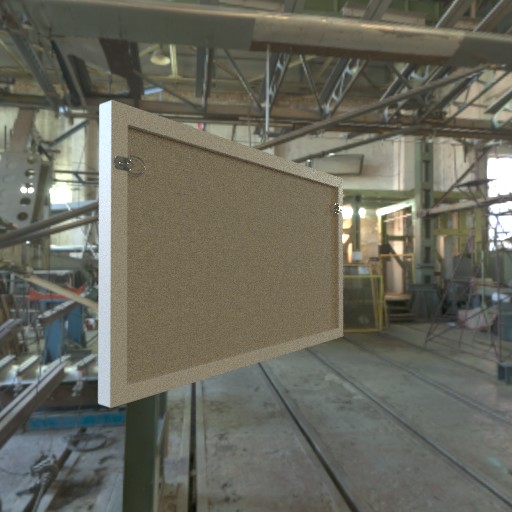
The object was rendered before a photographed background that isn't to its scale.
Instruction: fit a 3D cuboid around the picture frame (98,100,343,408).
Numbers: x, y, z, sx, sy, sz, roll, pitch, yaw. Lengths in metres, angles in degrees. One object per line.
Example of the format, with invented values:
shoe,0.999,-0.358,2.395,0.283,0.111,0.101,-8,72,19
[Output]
picture frame,0.000,0.000,0.813,0.044,0.379,0.647,-1,-1,37
